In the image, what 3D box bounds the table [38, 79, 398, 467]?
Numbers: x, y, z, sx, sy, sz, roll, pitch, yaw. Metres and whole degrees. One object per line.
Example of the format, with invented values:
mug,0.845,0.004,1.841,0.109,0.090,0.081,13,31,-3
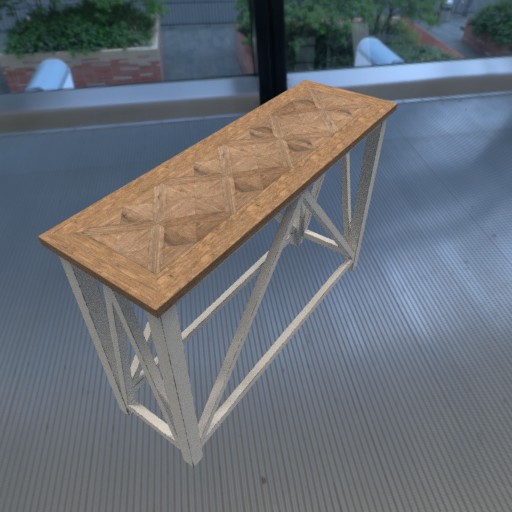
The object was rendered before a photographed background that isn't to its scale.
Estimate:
table,0.000,0.000,1.836,0.450,0.930,1.400,26,48,26
